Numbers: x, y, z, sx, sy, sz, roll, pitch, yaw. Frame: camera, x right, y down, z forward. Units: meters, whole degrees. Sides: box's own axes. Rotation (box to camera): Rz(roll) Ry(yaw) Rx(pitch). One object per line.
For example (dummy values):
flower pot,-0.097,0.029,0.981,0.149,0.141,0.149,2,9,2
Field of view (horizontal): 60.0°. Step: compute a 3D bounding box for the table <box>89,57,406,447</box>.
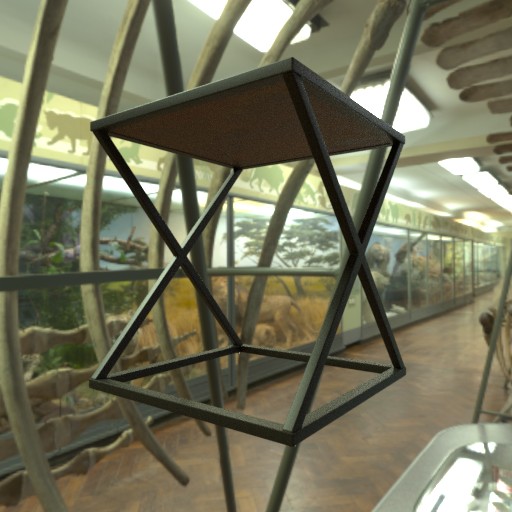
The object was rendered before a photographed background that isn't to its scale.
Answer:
table,0.000,0.000,0.981,0.500,0.565,0.500,-1,-1,36
